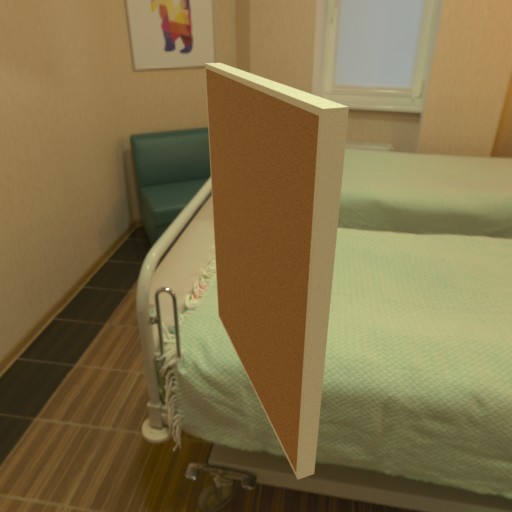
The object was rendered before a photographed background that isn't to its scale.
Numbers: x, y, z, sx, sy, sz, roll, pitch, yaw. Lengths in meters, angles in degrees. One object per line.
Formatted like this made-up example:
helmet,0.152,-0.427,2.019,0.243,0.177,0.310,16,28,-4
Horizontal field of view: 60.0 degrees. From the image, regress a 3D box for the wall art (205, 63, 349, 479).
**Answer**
wall art,0.000,0.000,0.733,0.030,0.549,0.443,-10,30,-17
